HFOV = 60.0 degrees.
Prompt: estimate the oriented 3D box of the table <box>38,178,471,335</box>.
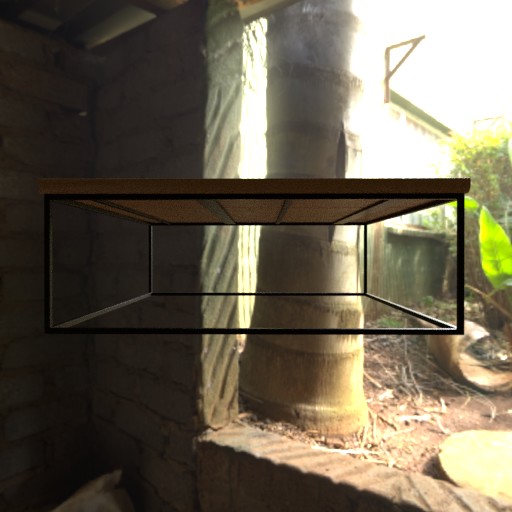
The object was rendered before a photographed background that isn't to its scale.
[{"bbox_3d":[0.000,0.000,1.676,1.100,0.400,1.100,0,0,1],"label":"table"}]
